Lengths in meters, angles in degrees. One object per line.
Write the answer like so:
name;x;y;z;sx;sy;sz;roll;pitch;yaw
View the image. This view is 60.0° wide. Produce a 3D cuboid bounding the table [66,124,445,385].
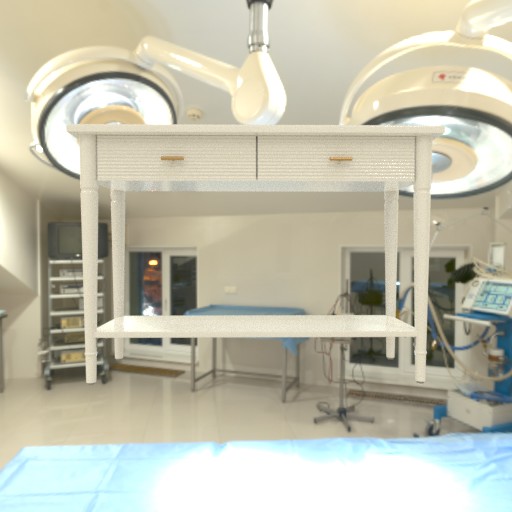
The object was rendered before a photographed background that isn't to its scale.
table;0.000;0.000;1.446;1.067;0.749;0.381;0;1;-1
